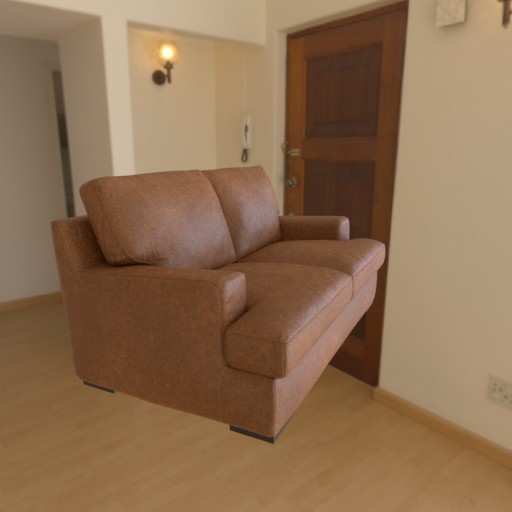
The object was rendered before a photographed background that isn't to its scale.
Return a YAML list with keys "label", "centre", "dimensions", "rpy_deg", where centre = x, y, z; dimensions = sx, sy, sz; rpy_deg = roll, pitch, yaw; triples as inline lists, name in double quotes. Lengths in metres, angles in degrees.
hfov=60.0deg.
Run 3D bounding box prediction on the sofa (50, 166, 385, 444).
- label: "sofa"
  centre: [0.000, 0.000, 2.534]
  dimensions: [1.144, 0.966, 1.880]
  rpy_deg: [7, 15, 25]
